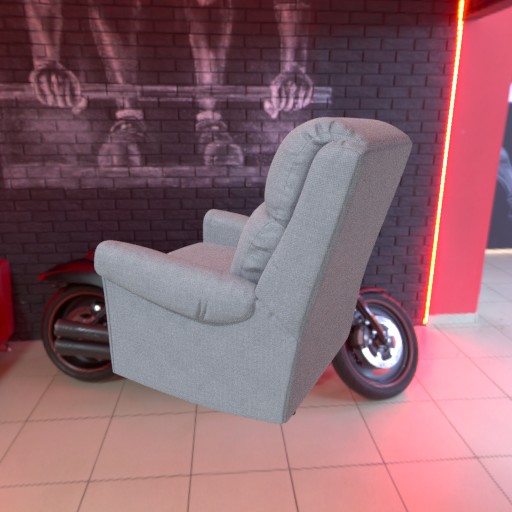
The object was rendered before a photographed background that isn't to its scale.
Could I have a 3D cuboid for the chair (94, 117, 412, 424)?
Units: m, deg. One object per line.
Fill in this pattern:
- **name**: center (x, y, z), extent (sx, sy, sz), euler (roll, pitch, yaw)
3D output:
- **chair**: center (0.000, 0.000, 1.776), extent (1.014, 1.054, 0.838), euler (9, 19, 27)
